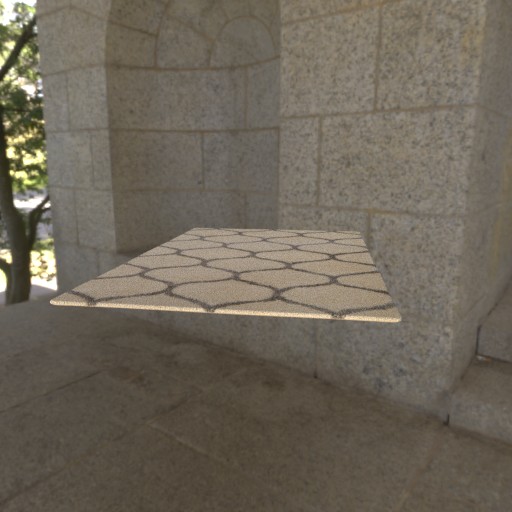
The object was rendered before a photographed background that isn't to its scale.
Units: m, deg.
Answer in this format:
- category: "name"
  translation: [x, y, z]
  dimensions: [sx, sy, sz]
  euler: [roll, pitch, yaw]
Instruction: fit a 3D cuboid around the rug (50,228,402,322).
- category: "rug"
  translation: [0.000, 0.000, 3.506]
  dimensions: [1.801, 0.026, 2.701]
  euler: [2, 12, 9]
